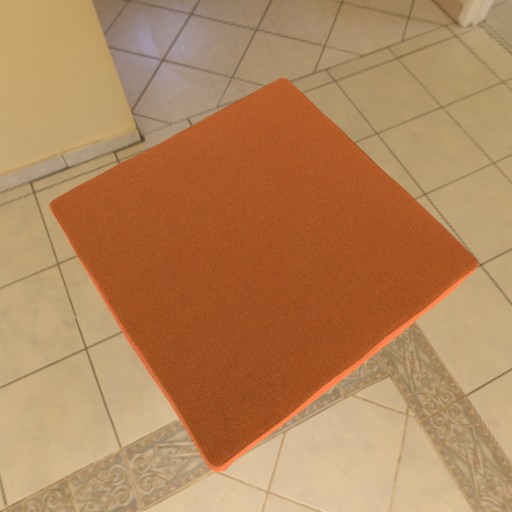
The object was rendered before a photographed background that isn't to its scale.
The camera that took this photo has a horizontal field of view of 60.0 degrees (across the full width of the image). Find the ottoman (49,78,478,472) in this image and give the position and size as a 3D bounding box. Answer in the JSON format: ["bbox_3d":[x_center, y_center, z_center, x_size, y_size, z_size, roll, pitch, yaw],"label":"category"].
[{"bbox_3d":[0.000,0.000,1.542,0.999,0.438,0.997,-33,68,-15],"label":"ottoman"}]
